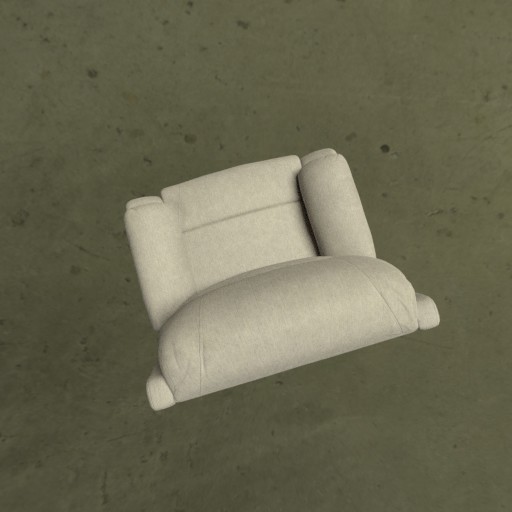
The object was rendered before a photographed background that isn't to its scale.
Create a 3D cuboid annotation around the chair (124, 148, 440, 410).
[{"bbox_3d":[0.000,0.000,1.741,0.930,1.011,0.899,-16,75,-4],"label":"chair"}]
